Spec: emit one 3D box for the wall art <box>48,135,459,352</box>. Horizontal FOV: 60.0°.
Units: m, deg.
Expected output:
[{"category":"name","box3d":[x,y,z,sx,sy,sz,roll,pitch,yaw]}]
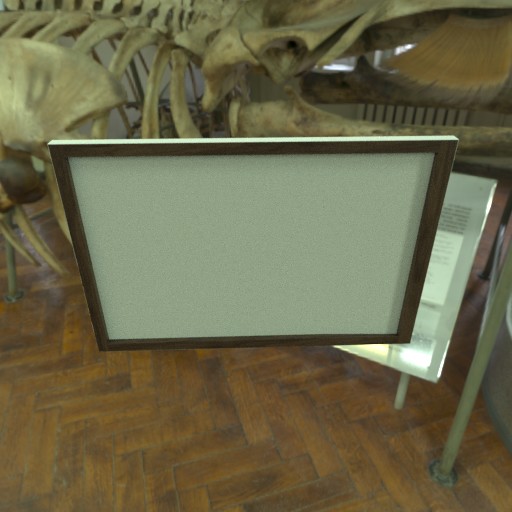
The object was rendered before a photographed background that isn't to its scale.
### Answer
[{"category":"wall art","box3d":[0.000,0.000,1.919,1.520,1.016,0.051,-1,31,-2]}]
